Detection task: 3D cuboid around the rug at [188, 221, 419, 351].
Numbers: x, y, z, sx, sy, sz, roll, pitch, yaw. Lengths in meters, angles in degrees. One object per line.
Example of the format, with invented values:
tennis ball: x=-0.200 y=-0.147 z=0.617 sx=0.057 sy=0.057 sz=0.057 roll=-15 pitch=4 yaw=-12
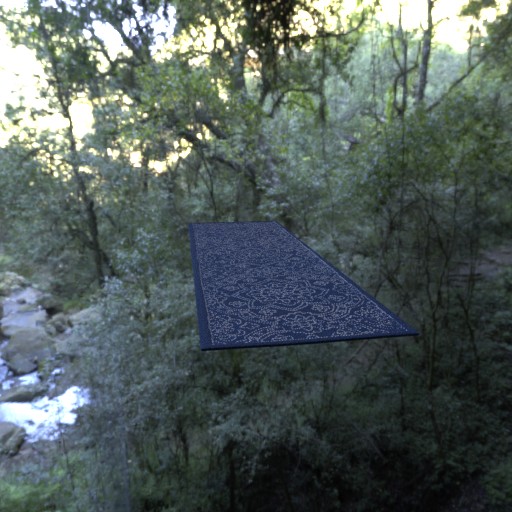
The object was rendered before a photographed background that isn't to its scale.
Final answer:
rug: x=0.000 y=0.000 z=2.662 sx=0.769 sy=0.012 sz=2.448 roll=-2 pitch=14 yaw=-9
